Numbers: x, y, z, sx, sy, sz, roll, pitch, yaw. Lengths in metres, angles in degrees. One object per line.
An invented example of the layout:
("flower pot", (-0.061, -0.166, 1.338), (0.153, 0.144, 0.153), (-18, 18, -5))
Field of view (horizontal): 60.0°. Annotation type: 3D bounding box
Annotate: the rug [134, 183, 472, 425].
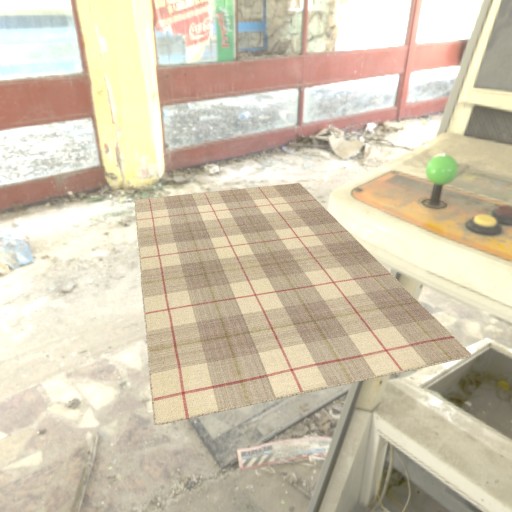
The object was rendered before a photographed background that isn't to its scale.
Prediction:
("rug", (0.000, 0.000, 3.011), (1.549, 0.010, 2.464), (-8, 31, -13))
